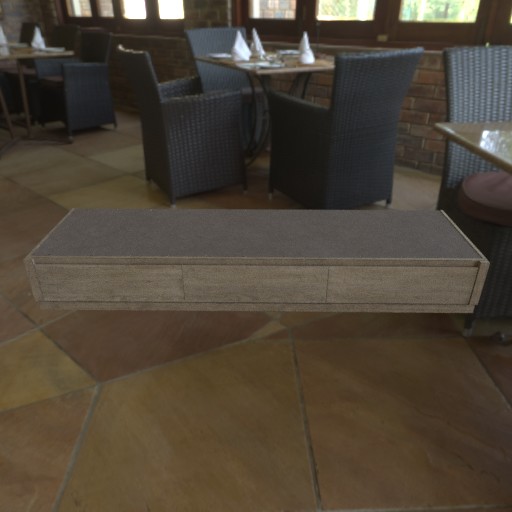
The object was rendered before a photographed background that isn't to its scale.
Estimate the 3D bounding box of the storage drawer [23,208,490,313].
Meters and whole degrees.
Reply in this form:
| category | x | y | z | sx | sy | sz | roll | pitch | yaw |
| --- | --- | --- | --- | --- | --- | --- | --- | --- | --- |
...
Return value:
| category | x | y | z | sx | sy | sz | roll | pitch | yaw |
| --- | --- | --- | --- | --- | --- | --- | --- | --- | --- |
| storage drawer | 0.000 | 0.000 | 2.290 | 2.072 | 0.274 | 0.591 | 0 | 29 | 1 |
